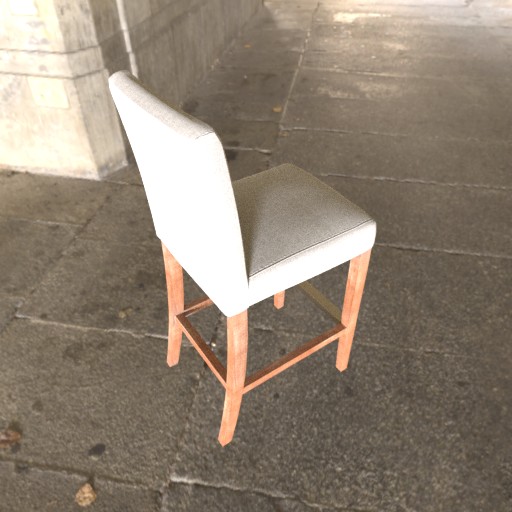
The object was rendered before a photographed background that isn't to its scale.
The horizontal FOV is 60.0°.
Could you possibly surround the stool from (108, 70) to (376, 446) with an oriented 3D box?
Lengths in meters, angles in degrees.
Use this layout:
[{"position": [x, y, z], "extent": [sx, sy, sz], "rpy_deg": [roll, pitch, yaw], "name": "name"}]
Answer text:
[{"position": [0.000, 0.000, 1.352], "extent": [0.570, 1.088, 0.439], "rpy_deg": [-24, 46, -26], "name": "stool"}]
